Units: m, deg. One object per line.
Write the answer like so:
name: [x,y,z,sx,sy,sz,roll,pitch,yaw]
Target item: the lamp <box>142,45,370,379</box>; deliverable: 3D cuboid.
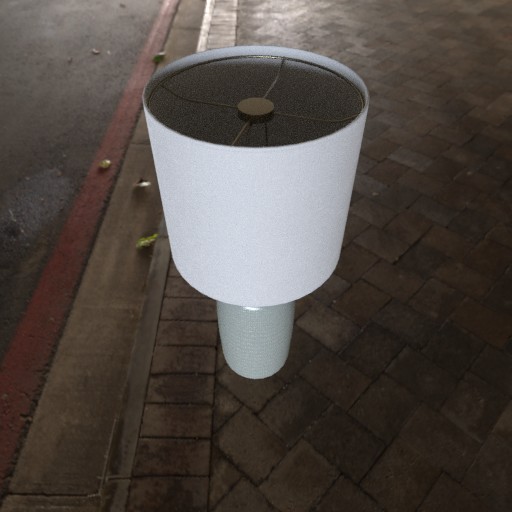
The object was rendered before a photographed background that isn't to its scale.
lamp: [0.000,0.000,0.606,0.220,0.475,0.220,24,50,22]
